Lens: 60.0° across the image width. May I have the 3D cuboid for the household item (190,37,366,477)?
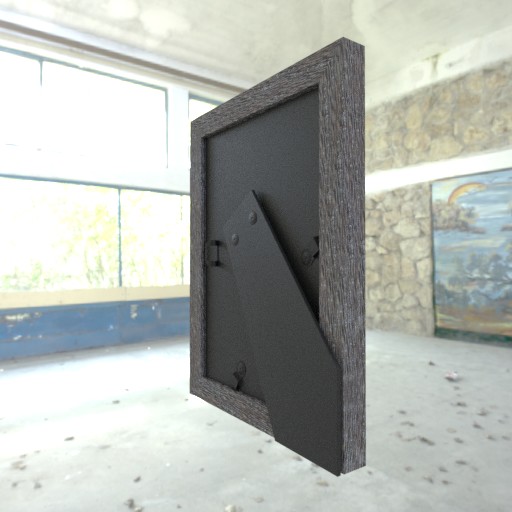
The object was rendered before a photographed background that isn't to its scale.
[{"bbox_3d":[0.000,0.000,0.281,0.020,0.210,0.160,0,-1,-36],"label":"household item"}]
